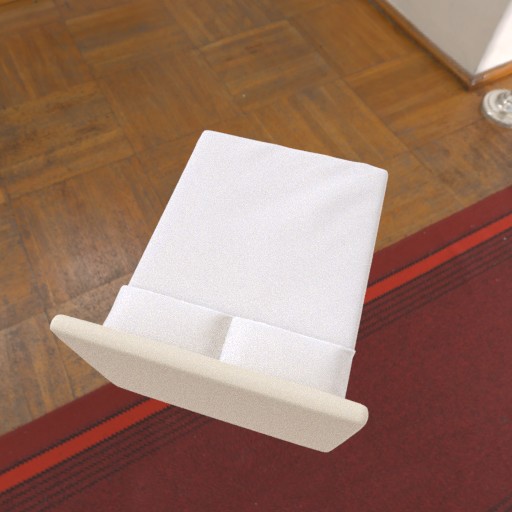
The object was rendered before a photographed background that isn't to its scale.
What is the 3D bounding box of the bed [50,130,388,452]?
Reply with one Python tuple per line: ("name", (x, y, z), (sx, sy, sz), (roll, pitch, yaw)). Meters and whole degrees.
("bed", (0.000, 0.000, 3.200), (1.714, 1.330, 2.147), (15, 62, 8))
